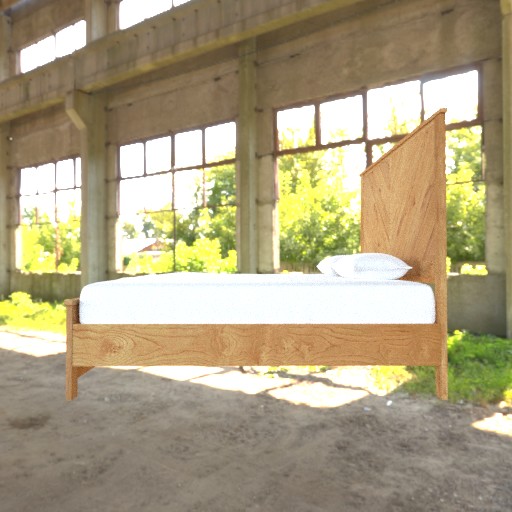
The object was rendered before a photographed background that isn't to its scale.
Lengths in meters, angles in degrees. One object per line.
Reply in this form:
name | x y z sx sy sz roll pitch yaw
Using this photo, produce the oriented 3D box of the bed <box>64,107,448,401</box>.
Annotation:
bed | 0.000 0.000 4.027 2.530 1.938 2.225 0 -1 0
